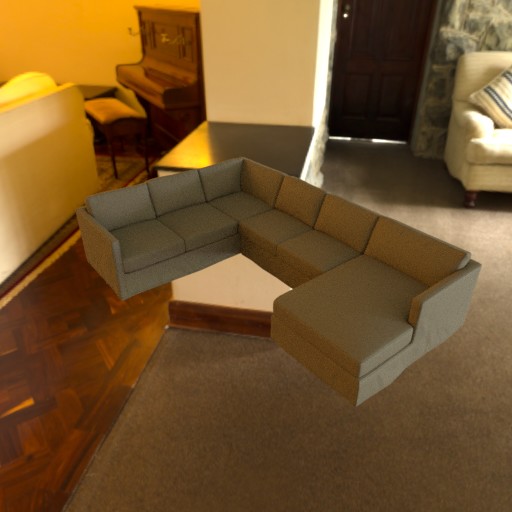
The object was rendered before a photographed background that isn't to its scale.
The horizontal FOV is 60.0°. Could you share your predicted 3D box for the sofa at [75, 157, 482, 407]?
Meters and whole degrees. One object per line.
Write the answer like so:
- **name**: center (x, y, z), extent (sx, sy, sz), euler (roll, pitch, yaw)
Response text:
- **sofa**: center (0.000, 0.000, 4.540), extent (2.427, 0.882, 3.460), euler (-22, 38, -32)
